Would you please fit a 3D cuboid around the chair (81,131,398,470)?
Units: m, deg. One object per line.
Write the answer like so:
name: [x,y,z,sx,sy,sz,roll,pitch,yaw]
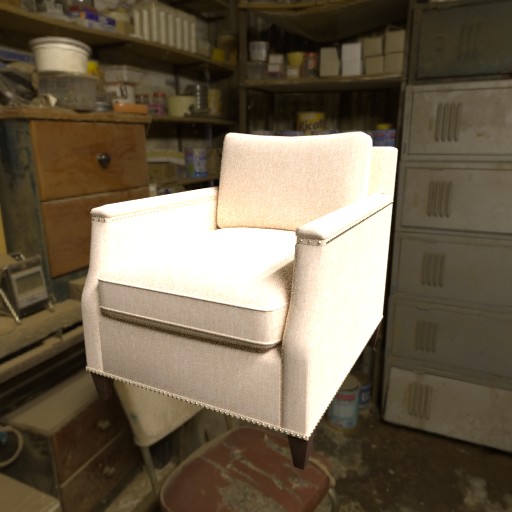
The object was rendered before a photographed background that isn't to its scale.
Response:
chair: [0.000,0.000,1.728,0.838,0.940,1.041,7,16,26]
